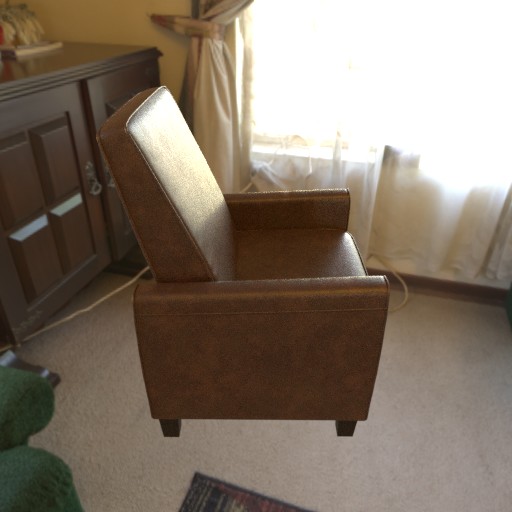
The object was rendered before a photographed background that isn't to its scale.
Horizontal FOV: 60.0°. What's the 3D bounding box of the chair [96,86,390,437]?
[{"bbox_3d":[0.000,0.000,1.486,0.746,1.013,0.705,0,31,1],"label":"chair"}]
